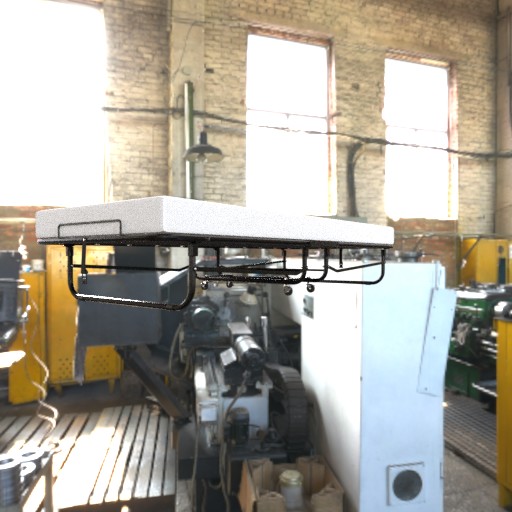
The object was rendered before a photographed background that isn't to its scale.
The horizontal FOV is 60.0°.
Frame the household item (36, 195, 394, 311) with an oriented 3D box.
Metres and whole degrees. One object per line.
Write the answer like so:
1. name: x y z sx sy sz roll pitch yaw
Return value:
1. household item: 0.000 0.000 2.232 0.787 0.356 1.905 0 0 37
